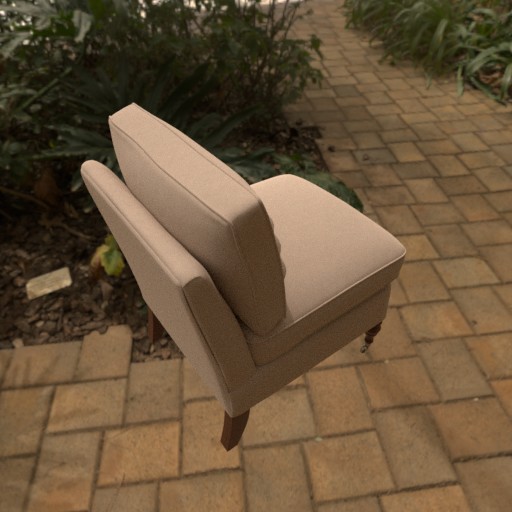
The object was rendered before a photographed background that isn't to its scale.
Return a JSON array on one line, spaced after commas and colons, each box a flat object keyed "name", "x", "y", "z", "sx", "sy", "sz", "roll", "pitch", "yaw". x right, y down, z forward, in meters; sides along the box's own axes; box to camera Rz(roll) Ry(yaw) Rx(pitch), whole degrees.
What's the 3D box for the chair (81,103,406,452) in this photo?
[{"name": "chair", "x": 0.000, "y": 0.000, "z": 1.645, "sx": 0.912, "sy": 1.052, "sz": 0.724, "roll": -25, "pitch": 46, "yaw": -27}]
